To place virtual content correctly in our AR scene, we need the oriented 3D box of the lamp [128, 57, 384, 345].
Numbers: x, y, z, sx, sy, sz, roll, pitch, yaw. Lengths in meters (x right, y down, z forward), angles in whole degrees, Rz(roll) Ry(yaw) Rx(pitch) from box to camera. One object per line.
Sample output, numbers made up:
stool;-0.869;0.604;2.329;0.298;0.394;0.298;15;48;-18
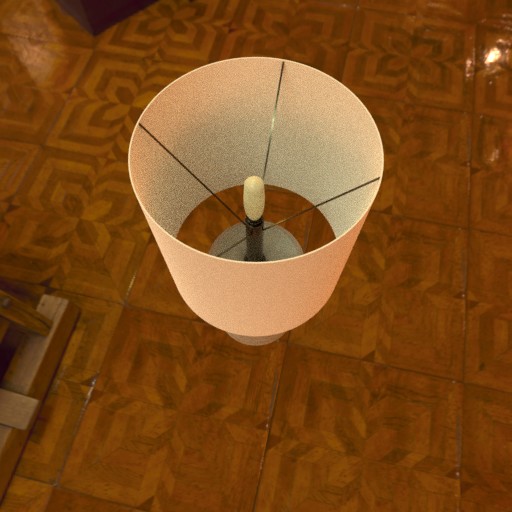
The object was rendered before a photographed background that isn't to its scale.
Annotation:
lamp;0.000;0.000;0.548;0.206;0.416;0.206;14;66;6
